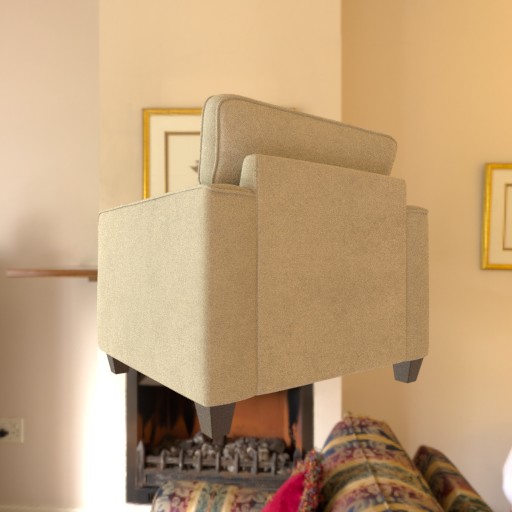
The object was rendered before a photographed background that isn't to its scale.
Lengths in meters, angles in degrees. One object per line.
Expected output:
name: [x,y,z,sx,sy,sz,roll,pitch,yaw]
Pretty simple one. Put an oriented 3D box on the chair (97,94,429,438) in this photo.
chair: [0.000,0.000,1.777,1.015,0.965,0.939,0,0,-36]
